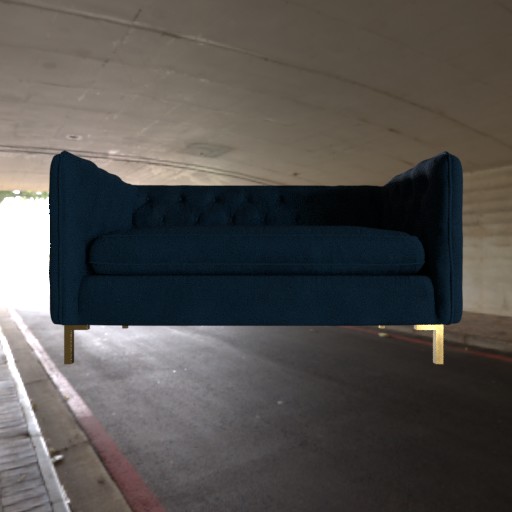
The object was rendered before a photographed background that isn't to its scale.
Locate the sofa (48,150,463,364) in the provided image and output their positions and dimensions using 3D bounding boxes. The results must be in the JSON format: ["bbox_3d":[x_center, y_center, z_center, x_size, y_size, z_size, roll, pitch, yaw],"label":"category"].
[{"bbox_3d":[0.000,0.000,2.075,1.583,0.810,0.909,0,0,0],"label":"sofa"}]
